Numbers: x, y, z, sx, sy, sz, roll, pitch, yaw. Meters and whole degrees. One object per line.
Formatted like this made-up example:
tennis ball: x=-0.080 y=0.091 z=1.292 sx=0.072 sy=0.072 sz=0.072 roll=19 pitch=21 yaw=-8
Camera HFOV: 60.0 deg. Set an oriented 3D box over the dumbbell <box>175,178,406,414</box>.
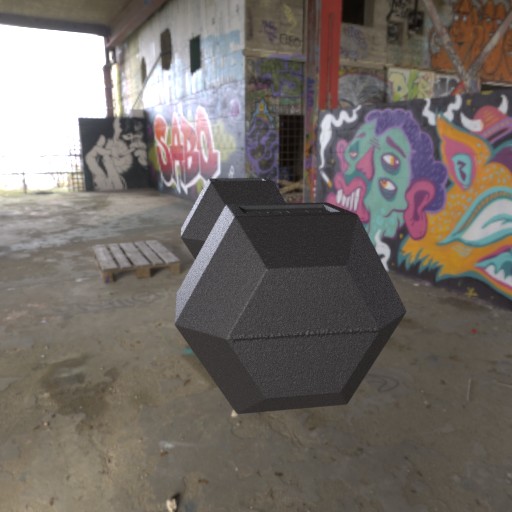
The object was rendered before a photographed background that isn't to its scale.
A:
dumbbell: x=0.000 y=0.000 z=0.340 sx=0.116 sy=0.101 sz=0.297 roll=-2 pitch=14 yaw=-8
